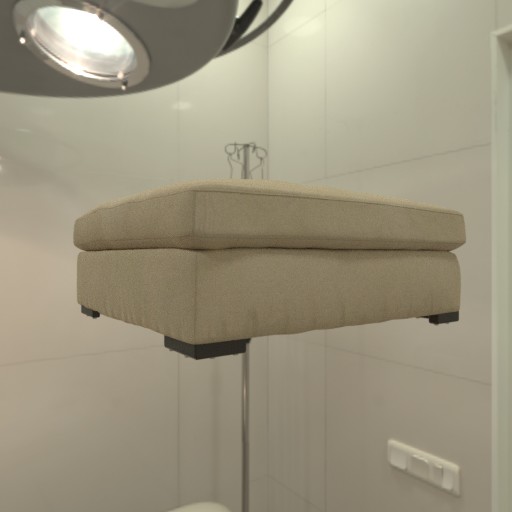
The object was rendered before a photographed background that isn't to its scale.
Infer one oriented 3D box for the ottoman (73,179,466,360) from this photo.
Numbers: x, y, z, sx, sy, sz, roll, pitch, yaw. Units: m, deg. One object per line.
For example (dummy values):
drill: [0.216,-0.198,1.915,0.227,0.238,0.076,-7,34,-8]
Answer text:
ottoman: [0.000,0.000,1.853,1.205,0.522,1.190,0,0,-35]
